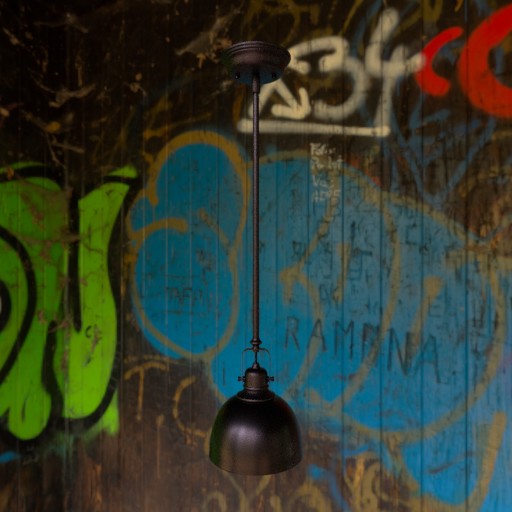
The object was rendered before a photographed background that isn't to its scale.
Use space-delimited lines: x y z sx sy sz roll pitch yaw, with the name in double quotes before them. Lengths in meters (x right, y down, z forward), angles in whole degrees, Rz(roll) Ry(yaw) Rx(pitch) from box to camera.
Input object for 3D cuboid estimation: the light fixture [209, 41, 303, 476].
"light fixture" 0.000 0.000 0.861 0.182 0.768 0.182 0 0 0
